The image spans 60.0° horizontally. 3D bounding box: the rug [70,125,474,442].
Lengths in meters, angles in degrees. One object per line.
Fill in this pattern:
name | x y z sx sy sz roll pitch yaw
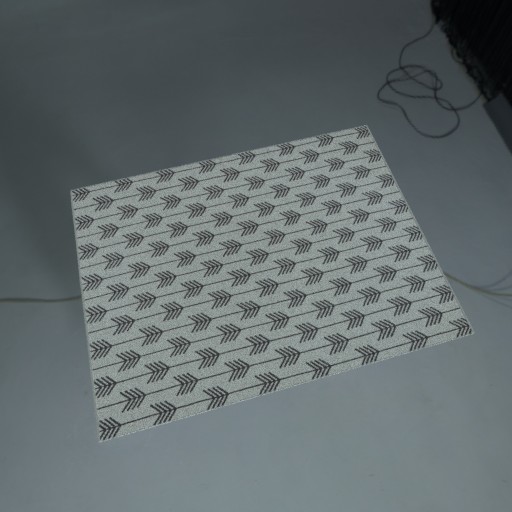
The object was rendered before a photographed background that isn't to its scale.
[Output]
rug | 0.000 0.000 3.940 3.061 0.010 2.330 -14 64 -7
